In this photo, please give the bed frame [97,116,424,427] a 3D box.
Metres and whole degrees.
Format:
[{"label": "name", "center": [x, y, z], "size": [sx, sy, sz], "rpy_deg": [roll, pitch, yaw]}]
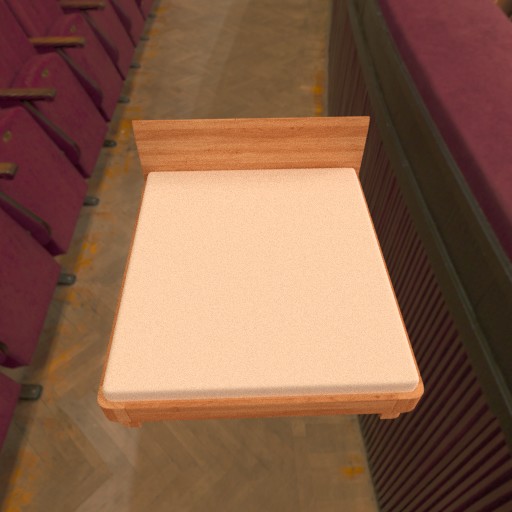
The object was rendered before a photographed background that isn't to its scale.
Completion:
[{"label": "bed frame", "center": [0.000, 0.000, 3.128], "size": [1.872, 0.940, 2.092], "rpy_deg": [-1, 47, -1]}]
